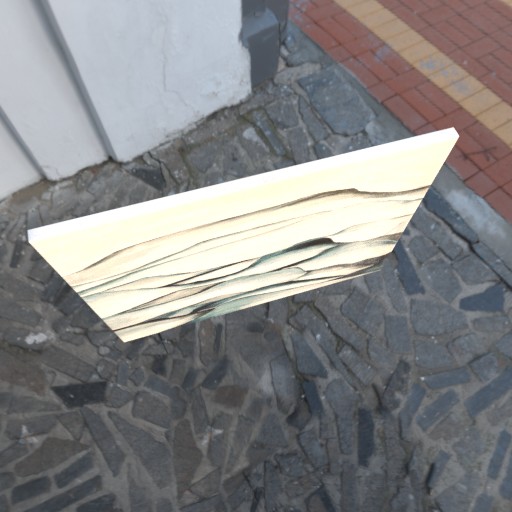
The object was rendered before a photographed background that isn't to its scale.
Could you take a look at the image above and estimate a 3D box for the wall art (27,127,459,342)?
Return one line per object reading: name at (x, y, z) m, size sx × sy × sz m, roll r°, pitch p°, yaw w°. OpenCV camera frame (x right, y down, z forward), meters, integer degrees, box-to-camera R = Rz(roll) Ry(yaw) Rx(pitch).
wall art at (0.000, 0.000, 1.618) m, size 1.219 × 0.915 × 0.039 m, roll -15°, pitch 64°, yaw -7°
